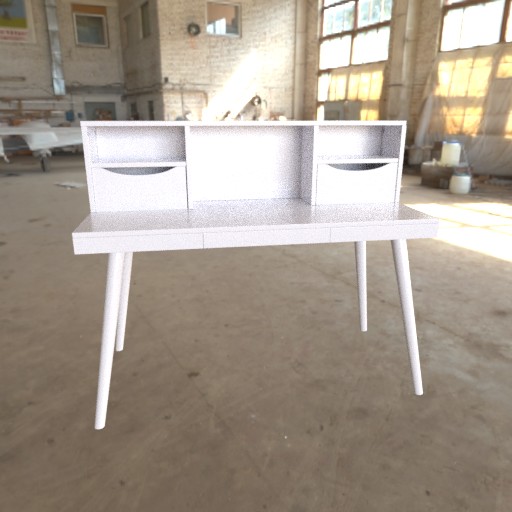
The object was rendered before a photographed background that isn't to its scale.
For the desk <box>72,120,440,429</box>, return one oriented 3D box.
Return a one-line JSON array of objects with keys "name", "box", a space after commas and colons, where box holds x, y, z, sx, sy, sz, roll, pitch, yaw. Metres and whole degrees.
[{"name": "desk", "box": [0.000, 0.000, 1.699, 1.199, 0.990, 0.559, -3, 18, -9]}]
